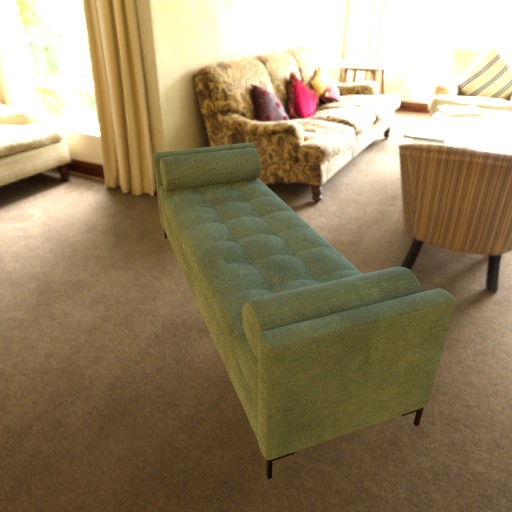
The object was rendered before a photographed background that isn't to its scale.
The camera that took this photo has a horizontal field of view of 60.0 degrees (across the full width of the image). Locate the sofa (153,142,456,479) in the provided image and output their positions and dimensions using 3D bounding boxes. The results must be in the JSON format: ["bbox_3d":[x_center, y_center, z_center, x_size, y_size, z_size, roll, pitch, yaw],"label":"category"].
[{"bbox_3d":[0.000,0.000,2.308,0.686,0.635,1.981,-11,32,-18],"label":"sofa"}]
